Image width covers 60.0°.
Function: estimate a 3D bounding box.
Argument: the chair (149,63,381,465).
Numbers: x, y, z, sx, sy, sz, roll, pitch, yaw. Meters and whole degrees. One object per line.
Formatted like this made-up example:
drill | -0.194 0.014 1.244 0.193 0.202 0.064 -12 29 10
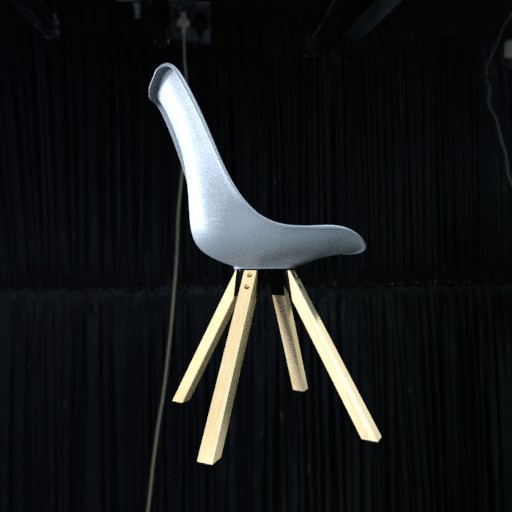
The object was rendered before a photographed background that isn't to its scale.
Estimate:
chair | 0.000 0.000 1.162 0.549 0.850 0.485 0 -1 -17
